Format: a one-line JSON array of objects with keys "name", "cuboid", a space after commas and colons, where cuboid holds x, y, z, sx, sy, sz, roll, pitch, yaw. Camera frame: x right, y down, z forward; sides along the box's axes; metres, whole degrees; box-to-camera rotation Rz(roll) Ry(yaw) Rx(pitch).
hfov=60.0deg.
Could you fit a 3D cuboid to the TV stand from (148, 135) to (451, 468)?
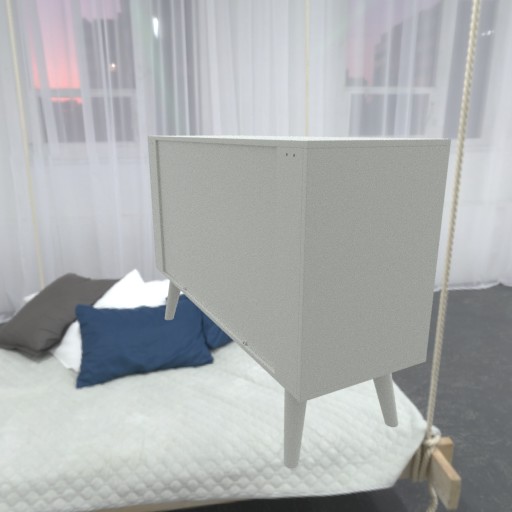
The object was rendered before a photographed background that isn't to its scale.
[{"name": "TV stand", "cuboid": [0.000, 0.000, 1.566, 0.406, 0.812, 1.193, -8, 18, -27]}]
